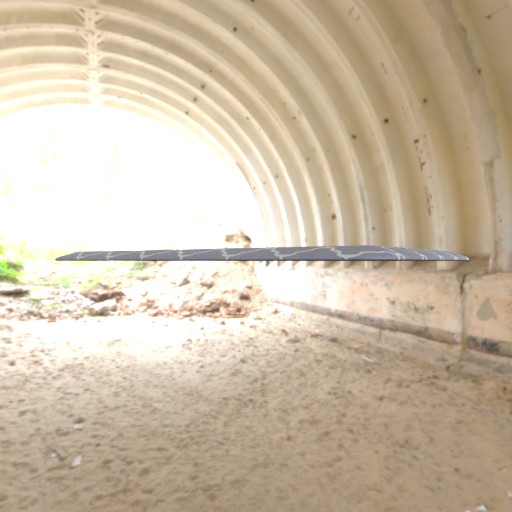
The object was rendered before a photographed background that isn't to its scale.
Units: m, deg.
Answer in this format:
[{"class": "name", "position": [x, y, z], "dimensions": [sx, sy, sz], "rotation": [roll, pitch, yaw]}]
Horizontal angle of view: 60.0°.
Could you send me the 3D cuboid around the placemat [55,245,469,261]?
[{"class": "placemat", "position": [0.000, 0.000, 0.954], "dimensions": [0.762, 0.021, 0.508], "rotation": [0, -1, 36]}]
